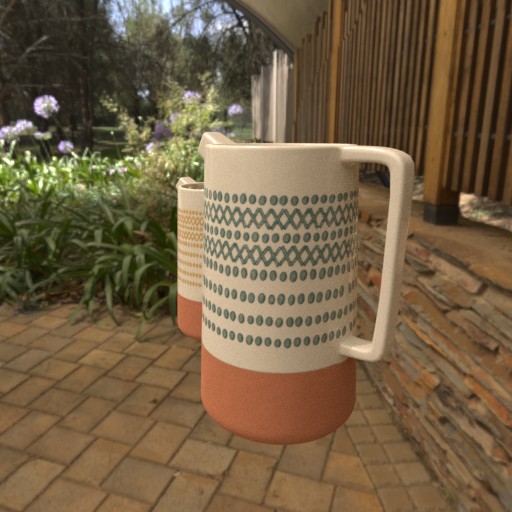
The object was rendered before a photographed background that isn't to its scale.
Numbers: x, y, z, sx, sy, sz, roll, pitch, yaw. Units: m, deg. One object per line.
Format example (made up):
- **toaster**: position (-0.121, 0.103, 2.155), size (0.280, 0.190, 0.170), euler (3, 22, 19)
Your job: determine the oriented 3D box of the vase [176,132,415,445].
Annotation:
- **vase**: position (0.000, 0.000, 0.460), size (0.168, 0.247, 0.326), euler (-3, 15, -10)
